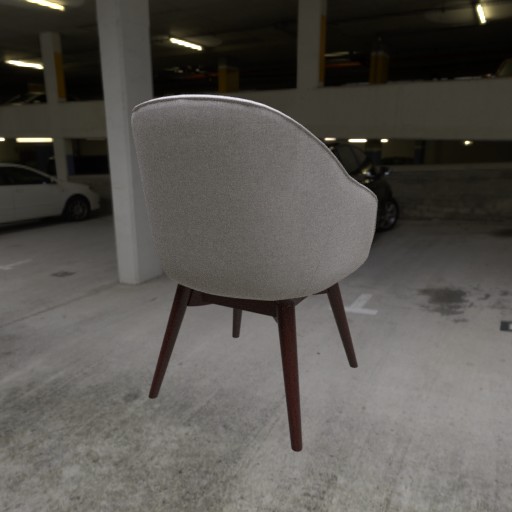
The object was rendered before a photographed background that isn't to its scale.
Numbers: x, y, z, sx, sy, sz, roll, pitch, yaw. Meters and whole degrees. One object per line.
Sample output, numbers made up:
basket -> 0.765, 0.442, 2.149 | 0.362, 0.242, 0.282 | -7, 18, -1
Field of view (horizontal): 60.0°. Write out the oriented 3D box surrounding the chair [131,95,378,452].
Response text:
chair -> 0.000, 0.000, 1.268 | 0.596, 0.823, 0.635 | 8, 17, 28
